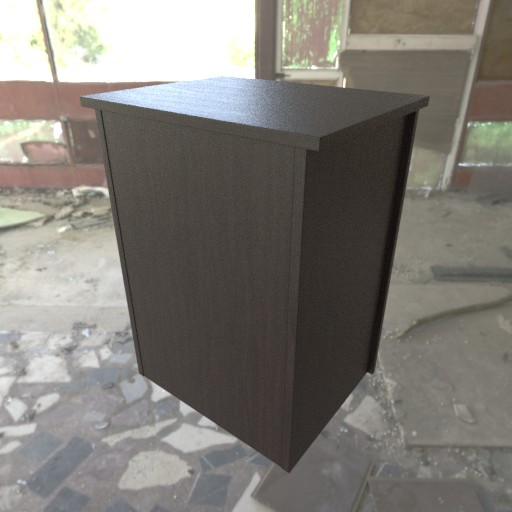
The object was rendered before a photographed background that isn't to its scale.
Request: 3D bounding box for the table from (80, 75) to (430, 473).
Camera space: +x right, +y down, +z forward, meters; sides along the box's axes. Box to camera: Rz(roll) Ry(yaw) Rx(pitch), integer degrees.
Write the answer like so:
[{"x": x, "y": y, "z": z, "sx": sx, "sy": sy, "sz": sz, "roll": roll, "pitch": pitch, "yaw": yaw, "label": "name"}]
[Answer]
[{"x": 0.000, "y": 0.000, "z": 0.924, "sx": 0.480, "sy": 0.635, "sz": 0.381, "roll": 20, "pitch": 34, "yaw": 32, "label": "table"}]
